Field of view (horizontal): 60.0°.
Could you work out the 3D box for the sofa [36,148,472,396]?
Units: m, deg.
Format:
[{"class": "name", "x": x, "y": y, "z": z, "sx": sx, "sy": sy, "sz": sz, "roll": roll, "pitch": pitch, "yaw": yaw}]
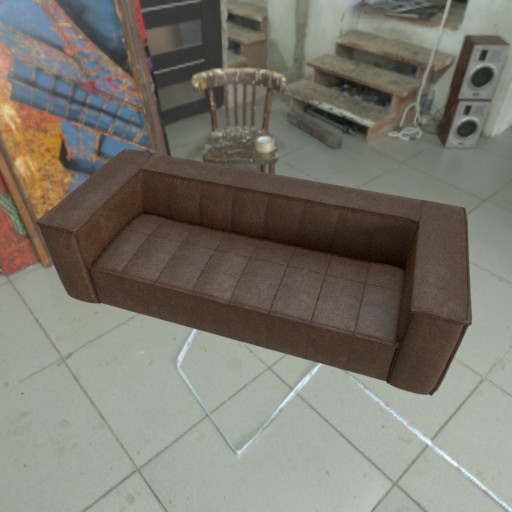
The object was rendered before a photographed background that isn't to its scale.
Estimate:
[{"class": "sofa", "x": 0.000, "y": 0.000, "z": 3.021, "sx": 2.581, "sy": 0.701, "sz": 1.102, "roll": 13, "pitch": 43, "yaw": 14}]
